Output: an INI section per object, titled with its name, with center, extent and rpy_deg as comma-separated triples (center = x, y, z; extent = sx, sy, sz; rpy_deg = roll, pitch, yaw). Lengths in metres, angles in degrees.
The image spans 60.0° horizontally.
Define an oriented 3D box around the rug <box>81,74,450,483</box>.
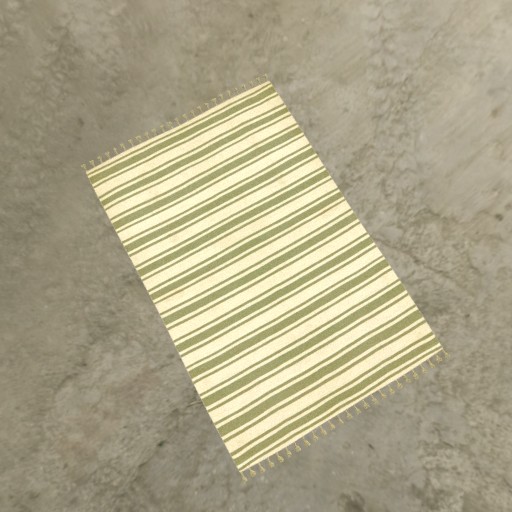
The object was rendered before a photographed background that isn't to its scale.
[rug]
center = 0.000, 0.000, 3.037
extent = 1.540, 0.018, 2.435
rpy_deg = -29, 78, -7
